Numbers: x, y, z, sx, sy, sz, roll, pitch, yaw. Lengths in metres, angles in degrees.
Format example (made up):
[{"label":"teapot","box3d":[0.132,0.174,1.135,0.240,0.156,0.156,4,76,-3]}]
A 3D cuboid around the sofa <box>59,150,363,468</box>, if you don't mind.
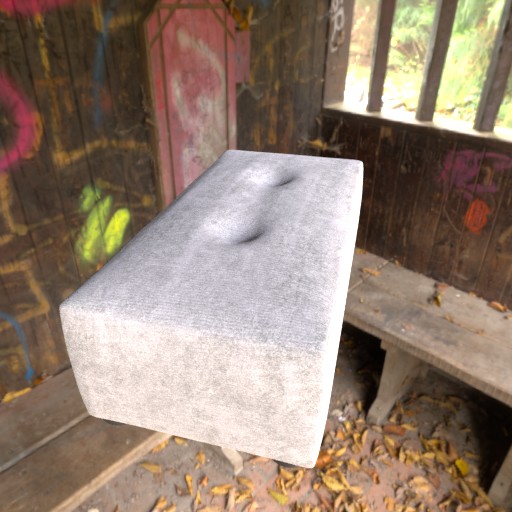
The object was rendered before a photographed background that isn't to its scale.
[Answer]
[{"label":"sofa","box3d":[0.000,0.000,1.143,0.480,0.330,0.930,8,31,13]}]
